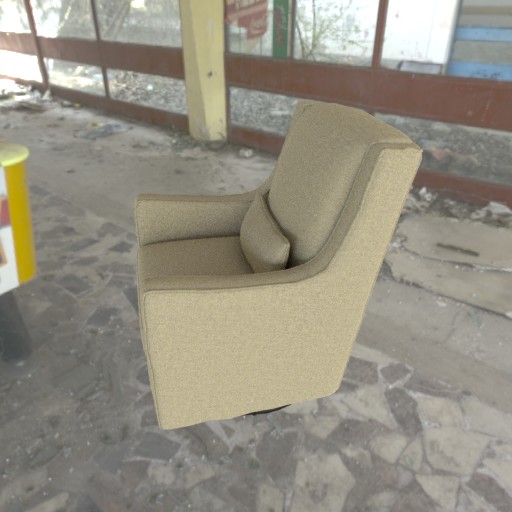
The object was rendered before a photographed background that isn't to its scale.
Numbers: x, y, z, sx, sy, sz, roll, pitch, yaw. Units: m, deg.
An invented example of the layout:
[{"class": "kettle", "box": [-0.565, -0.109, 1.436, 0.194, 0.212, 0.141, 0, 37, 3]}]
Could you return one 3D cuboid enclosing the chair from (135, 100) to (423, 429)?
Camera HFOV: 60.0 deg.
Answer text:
[{"class": "chair", "box": [0.000, 0.000, 1.639, 0.879, 0.993, 0.732, -8, 31, -13]}]
